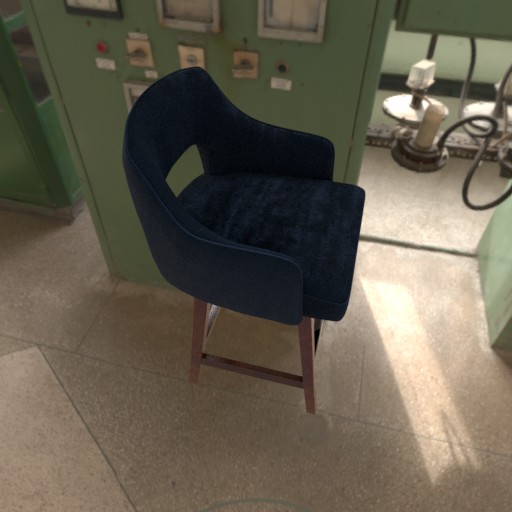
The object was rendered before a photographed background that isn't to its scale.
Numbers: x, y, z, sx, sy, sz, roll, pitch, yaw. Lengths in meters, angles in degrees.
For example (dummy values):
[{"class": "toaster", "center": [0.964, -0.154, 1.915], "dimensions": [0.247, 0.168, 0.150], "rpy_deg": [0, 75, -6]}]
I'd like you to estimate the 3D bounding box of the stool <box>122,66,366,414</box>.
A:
[{"class": "stool", "center": [0.000, 0.000, 1.306], "dimensions": [0.560, 0.940, 0.550], "rpy_deg": [11, 47, 10]}]
